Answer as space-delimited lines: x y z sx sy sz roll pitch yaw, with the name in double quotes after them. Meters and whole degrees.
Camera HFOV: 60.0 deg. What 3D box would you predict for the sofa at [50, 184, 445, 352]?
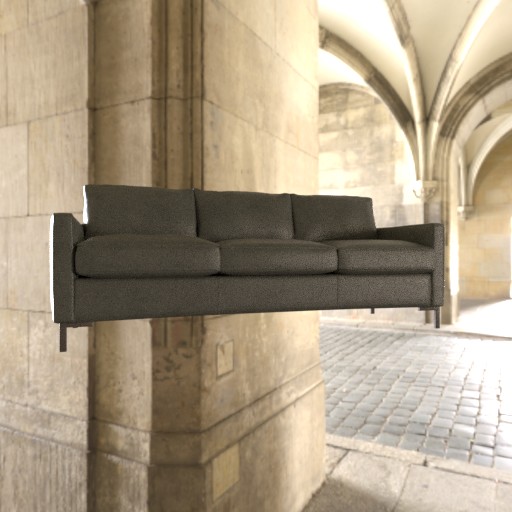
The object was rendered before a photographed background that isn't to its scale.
0.000 0.000 2.449 2.029 0.805 0.748 0 0 -18 "sofa"
